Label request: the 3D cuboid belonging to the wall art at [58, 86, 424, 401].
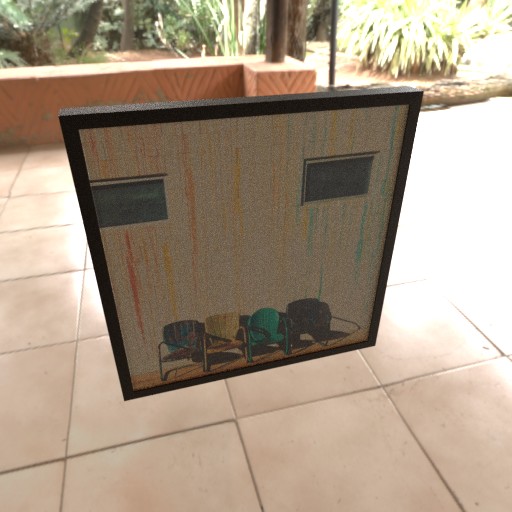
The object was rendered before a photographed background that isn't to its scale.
[{"bbox_3d":[0.000,0.000,0.741,0.506,0.506,0.037,-9,33,-14],"label":"wall art"}]
